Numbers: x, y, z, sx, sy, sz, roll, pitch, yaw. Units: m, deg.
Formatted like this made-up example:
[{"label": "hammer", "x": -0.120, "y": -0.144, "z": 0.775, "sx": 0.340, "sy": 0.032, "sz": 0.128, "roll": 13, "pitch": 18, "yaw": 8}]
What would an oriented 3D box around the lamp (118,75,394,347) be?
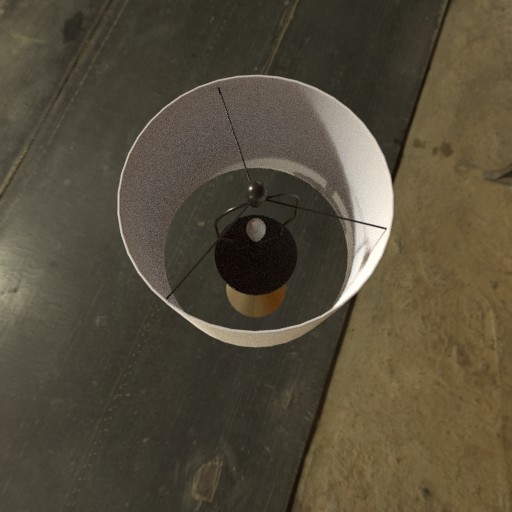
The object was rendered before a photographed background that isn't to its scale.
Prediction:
[{"label": "lamp", "x": 0.000, "y": 0.000, "z": 0.745, "sx": 0.304, "sy": 0.573, "sz": 0.304, "roll": -17, "pitch": 76, "yaw": -4}]
